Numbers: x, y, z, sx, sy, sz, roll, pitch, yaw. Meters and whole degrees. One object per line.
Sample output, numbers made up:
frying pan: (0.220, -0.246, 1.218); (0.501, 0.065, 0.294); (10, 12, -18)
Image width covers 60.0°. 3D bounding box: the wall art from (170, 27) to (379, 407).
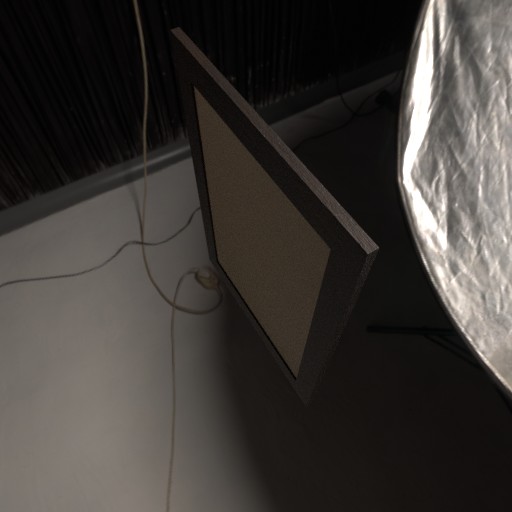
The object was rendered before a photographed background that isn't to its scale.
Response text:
wall art: (0.000, 0.000, 0.648); (0.013, 0.508, 0.359); (-28, 62, -16)
